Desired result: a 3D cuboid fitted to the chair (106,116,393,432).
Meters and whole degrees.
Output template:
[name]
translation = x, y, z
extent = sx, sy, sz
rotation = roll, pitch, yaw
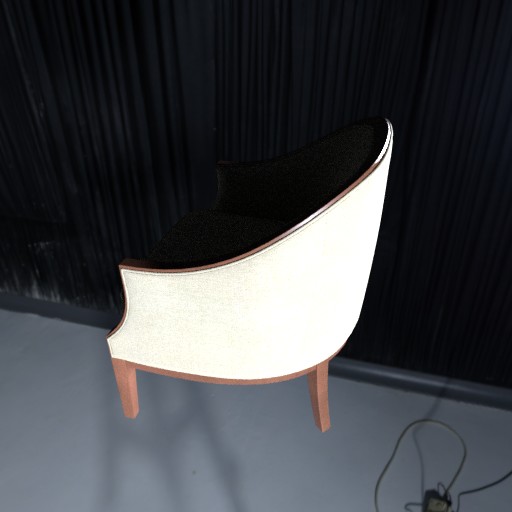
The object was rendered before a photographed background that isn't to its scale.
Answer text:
[chair]
translation = 0.000, 0.000, 1.444
extent = 0.735, 0.876, 0.803
rotation = 8, 33, 13
